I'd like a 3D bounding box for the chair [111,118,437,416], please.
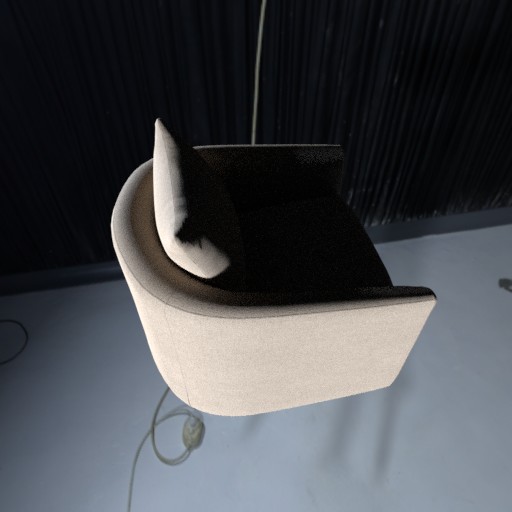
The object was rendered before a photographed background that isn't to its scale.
[{"bbox_3d":[0.000,0.000,1.592,0.910,0.848,0.845,-9,47,-8],"label":"chair"}]
